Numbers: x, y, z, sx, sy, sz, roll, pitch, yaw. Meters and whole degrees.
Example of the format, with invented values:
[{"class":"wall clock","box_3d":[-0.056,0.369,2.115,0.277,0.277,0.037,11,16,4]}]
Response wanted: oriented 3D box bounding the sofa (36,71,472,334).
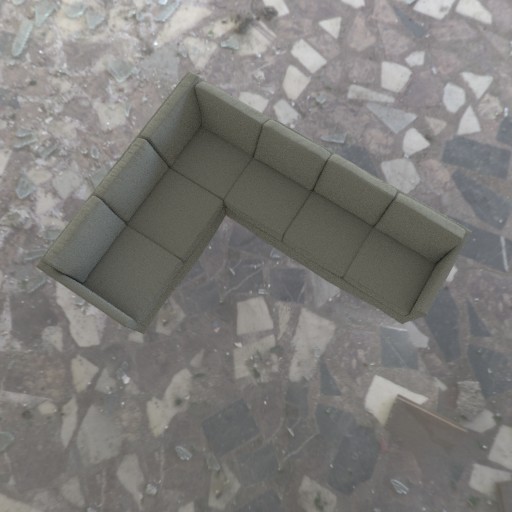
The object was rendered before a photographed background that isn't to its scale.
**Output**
[{"class":"sofa","box_3d":[0.000,0.000,4.257,3.182,0.871,2.432,32,78,8]}]
